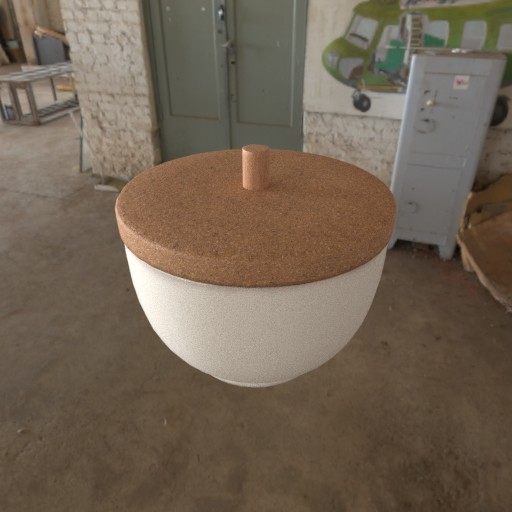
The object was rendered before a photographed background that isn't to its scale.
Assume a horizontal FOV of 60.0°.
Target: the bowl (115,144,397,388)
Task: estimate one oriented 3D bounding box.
[{"bbox_3d":[0.000,0.000,0.223,0.126,0.110,0.126,0,31,0],"label":"bowl"}]
